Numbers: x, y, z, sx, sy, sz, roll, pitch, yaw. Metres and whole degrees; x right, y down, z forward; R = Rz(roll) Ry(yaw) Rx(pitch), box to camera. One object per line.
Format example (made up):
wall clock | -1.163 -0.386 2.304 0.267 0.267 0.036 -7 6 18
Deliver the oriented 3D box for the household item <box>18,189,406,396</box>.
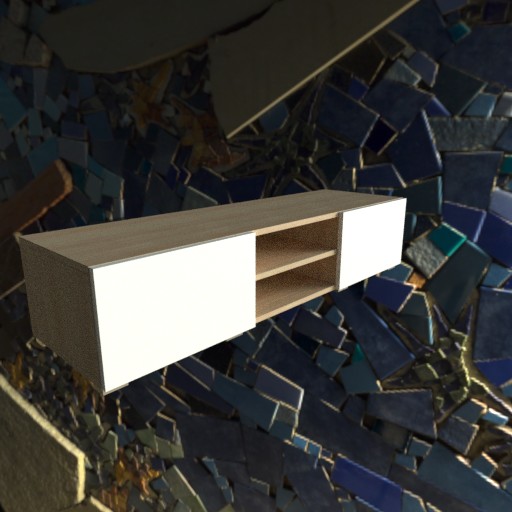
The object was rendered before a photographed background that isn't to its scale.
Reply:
household item | 0.000 0.000 1.574 0.420 0.310 1.400 15 21 42
